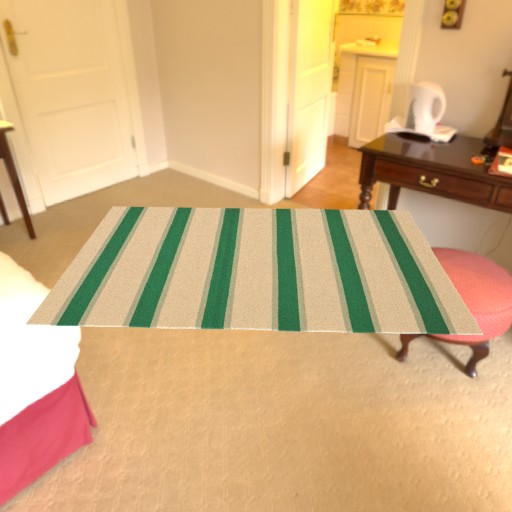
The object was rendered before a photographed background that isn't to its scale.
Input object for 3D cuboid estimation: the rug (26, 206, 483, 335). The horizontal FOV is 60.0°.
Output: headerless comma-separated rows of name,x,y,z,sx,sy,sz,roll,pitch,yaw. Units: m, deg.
rug,0.000,0.000,3.002,2.436,0.015,1.521,1,31,2
